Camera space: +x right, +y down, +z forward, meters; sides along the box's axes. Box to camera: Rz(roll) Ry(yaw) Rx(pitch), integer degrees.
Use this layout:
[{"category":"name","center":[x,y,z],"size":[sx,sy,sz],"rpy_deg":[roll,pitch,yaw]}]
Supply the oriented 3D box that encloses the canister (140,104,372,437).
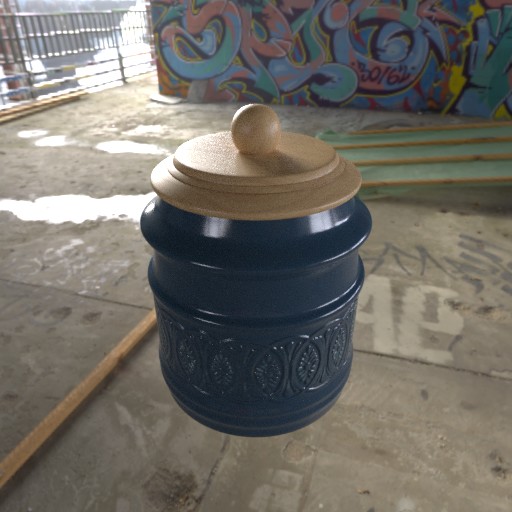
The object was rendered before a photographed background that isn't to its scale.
[{"category":"canister","center":[0.000,0.000,0.268],"size":[0.130,0.176,0.130],"rpy_deg":[0,30,0]}]
